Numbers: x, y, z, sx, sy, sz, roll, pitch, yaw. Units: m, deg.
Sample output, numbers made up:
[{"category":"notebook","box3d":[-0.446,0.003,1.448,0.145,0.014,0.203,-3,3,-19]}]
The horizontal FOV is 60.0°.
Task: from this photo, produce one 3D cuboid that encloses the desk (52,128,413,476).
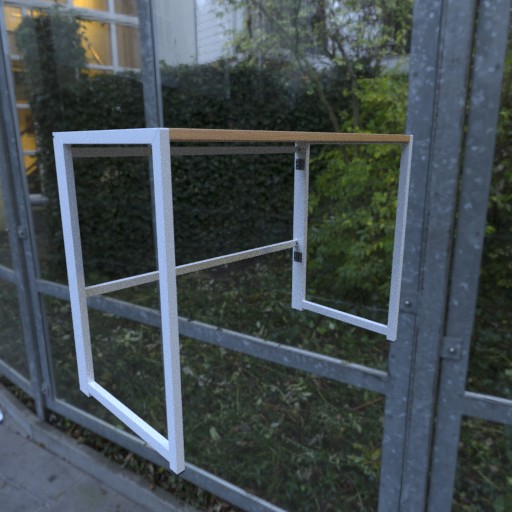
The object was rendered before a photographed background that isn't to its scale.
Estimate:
[{"category":"desk","box3d":[0.000,0.000,1.434,1.016,0.762,0.508,-14,20,-43]}]
